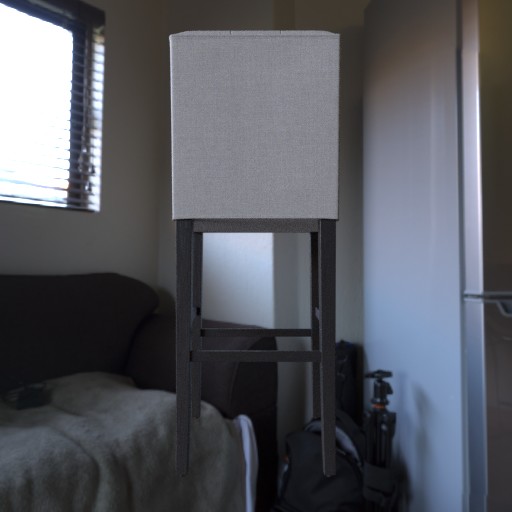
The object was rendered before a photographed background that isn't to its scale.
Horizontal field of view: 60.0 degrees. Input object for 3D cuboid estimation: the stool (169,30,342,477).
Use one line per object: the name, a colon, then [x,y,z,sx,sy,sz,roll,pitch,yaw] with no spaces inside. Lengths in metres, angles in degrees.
stool: [0.000,0.000,1.336,0.474,1.116,0.509,0,-2,0]
